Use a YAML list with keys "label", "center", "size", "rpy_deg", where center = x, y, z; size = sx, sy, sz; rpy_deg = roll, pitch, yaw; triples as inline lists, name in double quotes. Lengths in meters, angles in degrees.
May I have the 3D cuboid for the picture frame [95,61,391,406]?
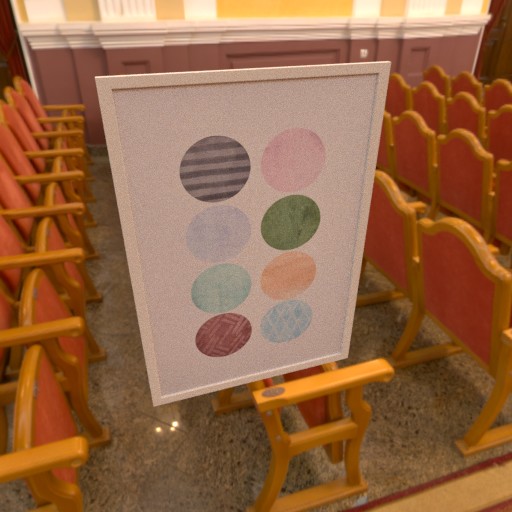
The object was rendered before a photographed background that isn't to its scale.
- label: "picture frame"
  center: [0.000, 0.000, 1.194]
  size: [0.659, 0.940, 0.013]
  rpy_deg: [-10, 33, -15]
